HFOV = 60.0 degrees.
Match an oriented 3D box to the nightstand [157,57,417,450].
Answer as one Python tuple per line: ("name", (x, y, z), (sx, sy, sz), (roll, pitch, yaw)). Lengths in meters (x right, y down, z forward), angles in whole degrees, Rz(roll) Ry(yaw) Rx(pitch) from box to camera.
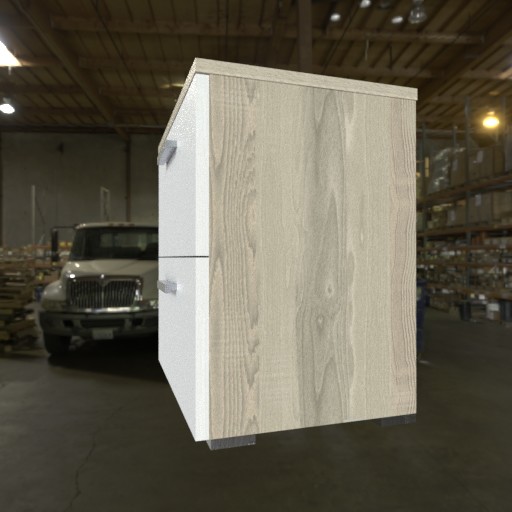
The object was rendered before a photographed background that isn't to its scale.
("nightstand", (0.000, 0.000, 0.771), (0.325, 0.461, 0.442), (0, 0, -18))
